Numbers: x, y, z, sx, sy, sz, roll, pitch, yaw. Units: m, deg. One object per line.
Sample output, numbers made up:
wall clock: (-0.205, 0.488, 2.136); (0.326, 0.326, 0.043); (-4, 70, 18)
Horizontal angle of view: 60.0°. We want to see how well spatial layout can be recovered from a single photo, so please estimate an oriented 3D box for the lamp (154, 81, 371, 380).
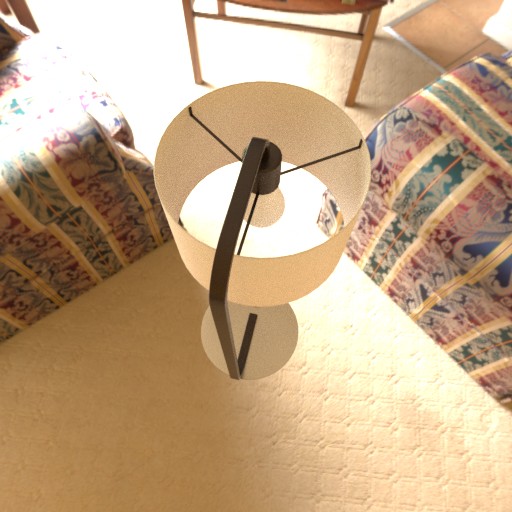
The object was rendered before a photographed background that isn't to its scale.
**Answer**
lamp: (0.000, 0.000, 0.619); (0.230, 0.473, 0.288); (12, 65, 6)
